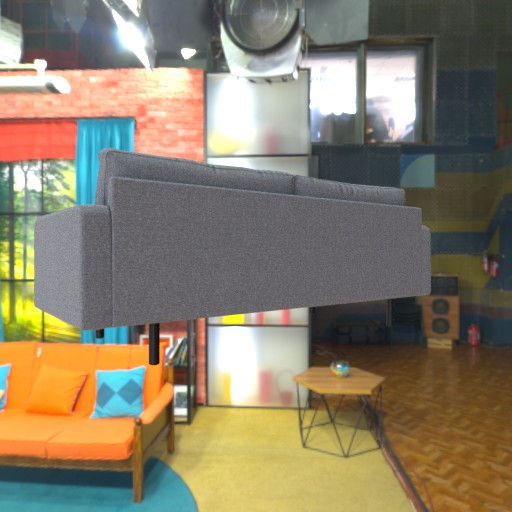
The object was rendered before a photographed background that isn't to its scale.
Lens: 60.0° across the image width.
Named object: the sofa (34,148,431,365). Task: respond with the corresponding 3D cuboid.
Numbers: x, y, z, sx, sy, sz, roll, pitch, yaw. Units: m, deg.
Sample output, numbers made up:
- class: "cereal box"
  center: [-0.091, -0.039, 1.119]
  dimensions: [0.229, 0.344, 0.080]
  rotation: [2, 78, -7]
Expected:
- class: "sofa"
  center: [0.000, 0.000, 2.568]
  dimensions: [2.200, 0.880, 0.880]
  rotation: [0, 1, -37]
